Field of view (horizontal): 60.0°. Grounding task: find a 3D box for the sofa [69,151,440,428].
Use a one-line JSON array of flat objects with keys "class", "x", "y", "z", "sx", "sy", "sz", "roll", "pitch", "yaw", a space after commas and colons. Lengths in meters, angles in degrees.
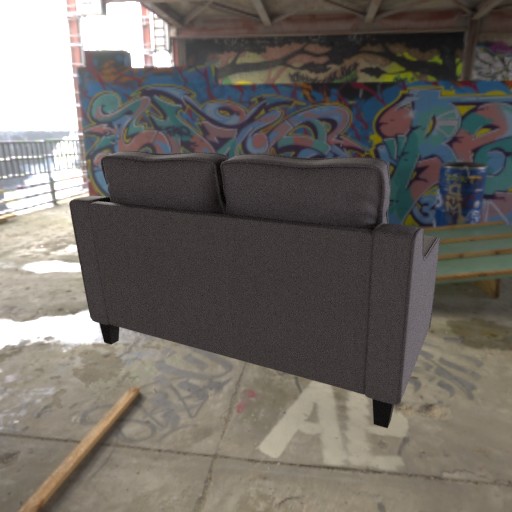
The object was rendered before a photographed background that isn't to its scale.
[{"class": "sofa", "x": 0.000, "y": 0.000, "z": 2.055, "sx": 1.500, "sy": 0.948, "sz": 0.791, "roll": 8, "pitch": 18, "yaw": 27}]
